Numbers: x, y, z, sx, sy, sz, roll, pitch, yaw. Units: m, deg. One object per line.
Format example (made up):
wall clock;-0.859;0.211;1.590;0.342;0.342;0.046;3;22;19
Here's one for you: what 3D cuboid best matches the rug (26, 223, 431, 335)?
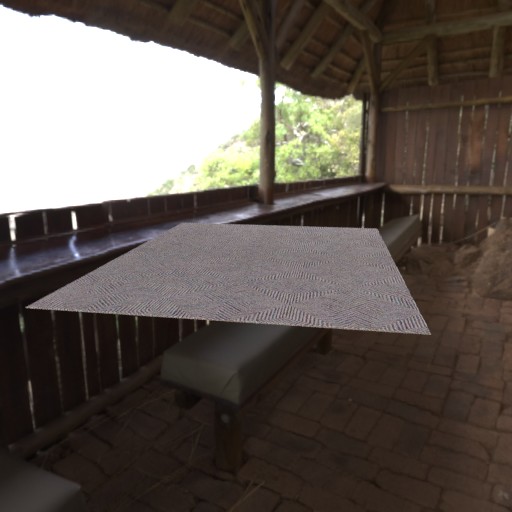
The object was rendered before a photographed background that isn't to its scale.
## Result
rug;0.000;0.000;4.058;2.442;0.008;3.046;2;15;9
